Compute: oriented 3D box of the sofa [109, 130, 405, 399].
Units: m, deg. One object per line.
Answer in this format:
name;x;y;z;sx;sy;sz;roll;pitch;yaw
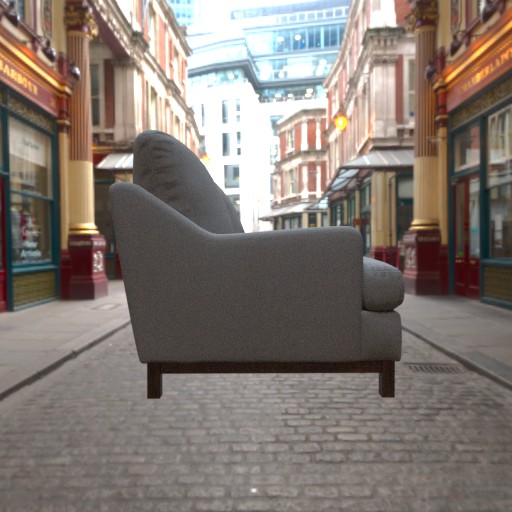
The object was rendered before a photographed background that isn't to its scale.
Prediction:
sofa;0.000;0.000;2.216;0.987;0.921;1.589;0;1;-1
